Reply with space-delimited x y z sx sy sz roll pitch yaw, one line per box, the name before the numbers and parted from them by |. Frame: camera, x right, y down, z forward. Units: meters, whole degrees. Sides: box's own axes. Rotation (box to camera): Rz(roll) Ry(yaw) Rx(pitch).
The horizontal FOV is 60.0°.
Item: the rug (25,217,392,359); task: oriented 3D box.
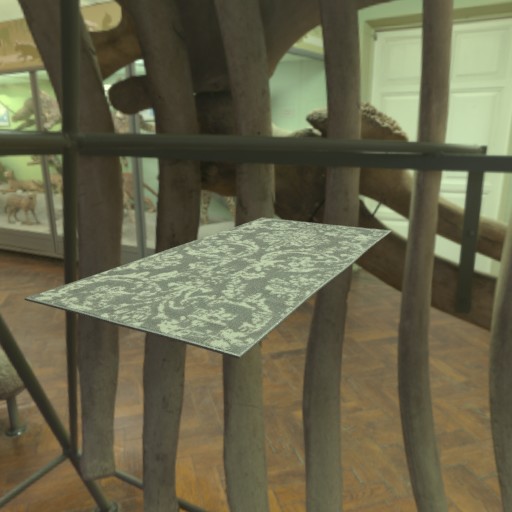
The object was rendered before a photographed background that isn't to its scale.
rug | 0.000 0.000 1.440 0.604 0.007 1.219 8 17 28
